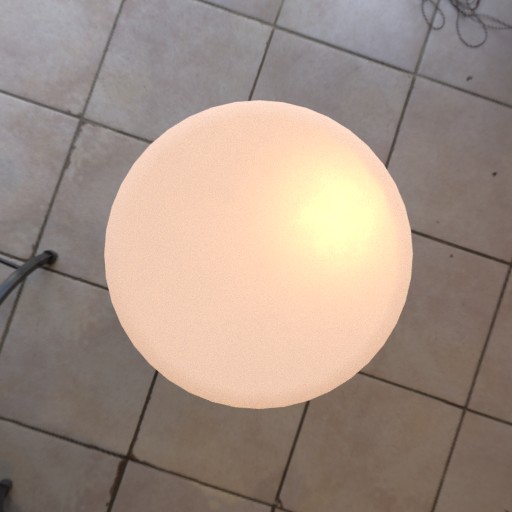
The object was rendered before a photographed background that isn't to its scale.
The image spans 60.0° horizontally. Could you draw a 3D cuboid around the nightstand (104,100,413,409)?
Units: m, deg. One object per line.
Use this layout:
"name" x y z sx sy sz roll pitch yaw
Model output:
"nightstand" 0.000 0.000 1.062 0.513 0.653 0.513 0 89 -1
